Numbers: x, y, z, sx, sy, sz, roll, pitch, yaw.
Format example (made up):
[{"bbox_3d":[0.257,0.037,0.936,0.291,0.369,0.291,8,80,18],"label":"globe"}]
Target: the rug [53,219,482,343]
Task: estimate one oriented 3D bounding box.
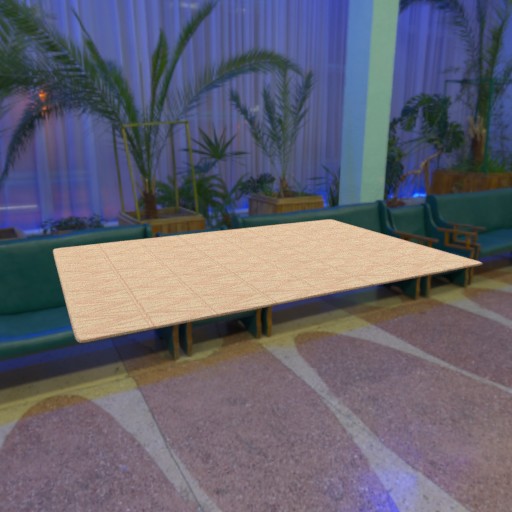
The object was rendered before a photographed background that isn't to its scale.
[{"bbox_3d":[0.000,0.000,2.939,2.390,0.015,1.609,-8,18,-26],"label":"rug"}]
